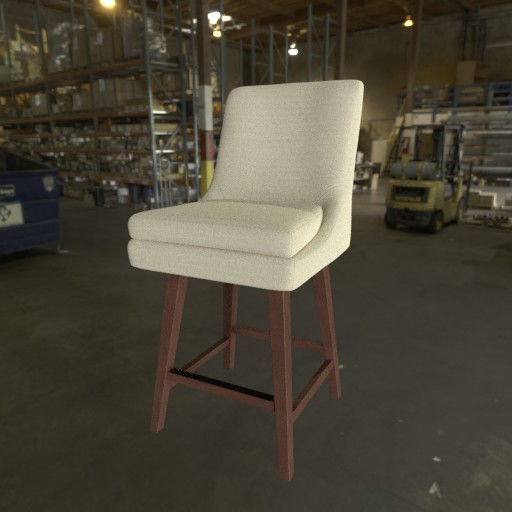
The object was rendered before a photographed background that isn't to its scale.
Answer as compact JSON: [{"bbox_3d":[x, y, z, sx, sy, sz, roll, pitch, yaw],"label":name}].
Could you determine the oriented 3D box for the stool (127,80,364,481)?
[{"bbox_3d":[0.000,0.000,1.279,0.483,0.991,0.559,7,16,26],"label":"stool"}]
